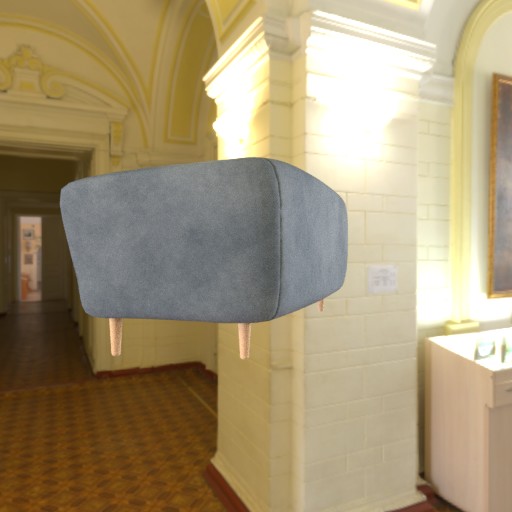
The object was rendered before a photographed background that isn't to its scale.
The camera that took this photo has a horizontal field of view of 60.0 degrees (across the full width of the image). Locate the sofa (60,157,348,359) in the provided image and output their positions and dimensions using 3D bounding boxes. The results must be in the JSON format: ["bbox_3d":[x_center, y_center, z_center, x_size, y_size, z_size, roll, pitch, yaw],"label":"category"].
[{"bbox_3d":[0.000,0.000,2.512,0.849,0.795,2.095,0,1,20],"label":"sofa"}]
